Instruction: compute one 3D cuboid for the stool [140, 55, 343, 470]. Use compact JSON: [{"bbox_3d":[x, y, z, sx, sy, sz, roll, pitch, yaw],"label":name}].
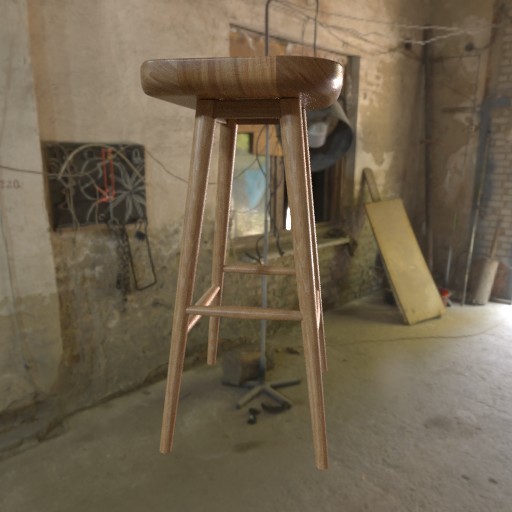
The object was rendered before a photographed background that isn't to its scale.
[{"bbox_3d":[0.000,0.000,0.926,0.322,0.698,0.407,2,14,8],"label":"stool"}]
